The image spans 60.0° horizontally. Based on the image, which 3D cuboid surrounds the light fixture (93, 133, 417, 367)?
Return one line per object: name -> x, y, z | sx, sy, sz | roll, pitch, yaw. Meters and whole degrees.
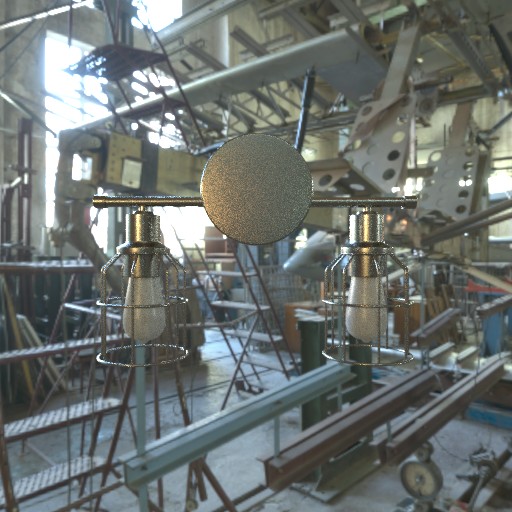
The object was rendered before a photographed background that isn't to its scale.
light fixture -> 0.000, 0.000, 0.537 | 0.406, 0.254, 0.165 | 0, 0, -1
